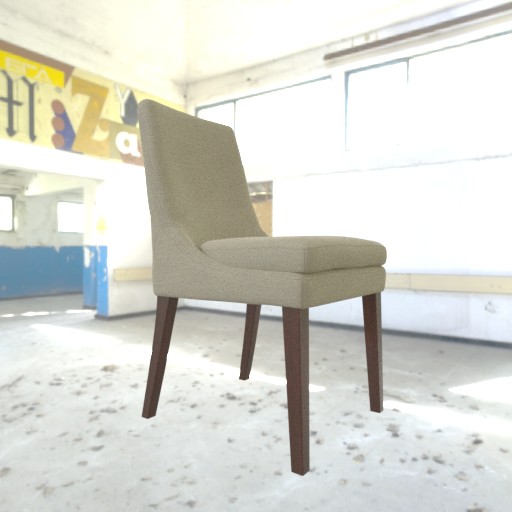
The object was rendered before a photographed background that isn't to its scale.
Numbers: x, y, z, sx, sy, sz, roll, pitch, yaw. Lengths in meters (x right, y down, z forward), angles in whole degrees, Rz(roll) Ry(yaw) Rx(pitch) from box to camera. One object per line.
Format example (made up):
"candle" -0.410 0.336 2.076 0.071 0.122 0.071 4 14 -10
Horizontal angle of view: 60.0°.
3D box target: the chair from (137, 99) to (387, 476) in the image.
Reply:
"chair" 0.000 0.000 1.324 0.638 0.940 0.515 1 2 36
